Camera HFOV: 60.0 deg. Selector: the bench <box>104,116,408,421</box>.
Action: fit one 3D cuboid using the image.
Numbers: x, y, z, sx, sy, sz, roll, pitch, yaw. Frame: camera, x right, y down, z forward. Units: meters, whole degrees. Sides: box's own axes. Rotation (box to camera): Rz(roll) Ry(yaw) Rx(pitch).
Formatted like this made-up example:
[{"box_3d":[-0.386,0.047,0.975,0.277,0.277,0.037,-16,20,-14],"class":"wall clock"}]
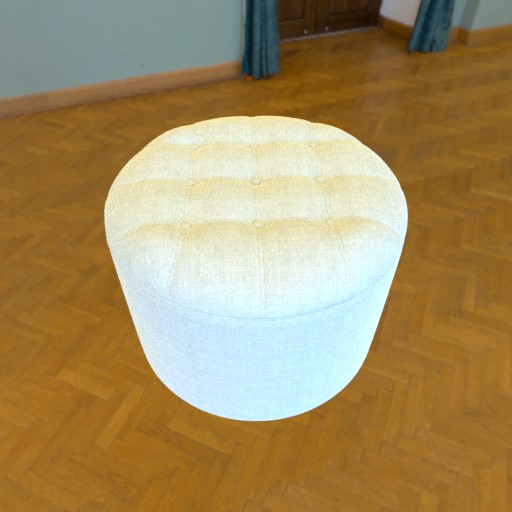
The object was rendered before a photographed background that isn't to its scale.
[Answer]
[{"box_3d":[0.000,0.000,1.016,0.600,0.453,0.600,0,45,0],"class":"bench"}]
